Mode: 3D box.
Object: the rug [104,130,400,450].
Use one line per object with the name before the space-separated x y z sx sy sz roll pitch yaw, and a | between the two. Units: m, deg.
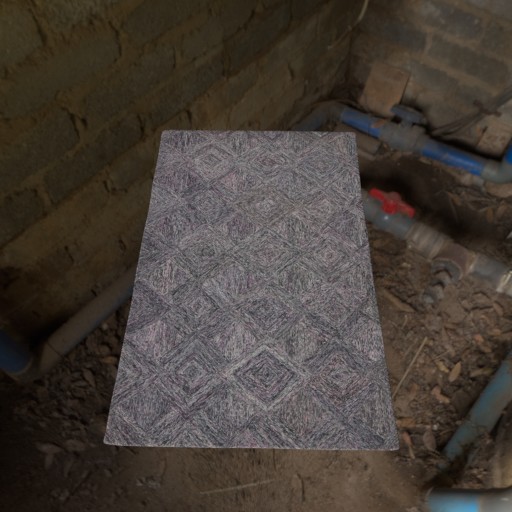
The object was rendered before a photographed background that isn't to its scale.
rug | 0.000 0.000 2.178 1.158 0.013 1.752 1 58 1
